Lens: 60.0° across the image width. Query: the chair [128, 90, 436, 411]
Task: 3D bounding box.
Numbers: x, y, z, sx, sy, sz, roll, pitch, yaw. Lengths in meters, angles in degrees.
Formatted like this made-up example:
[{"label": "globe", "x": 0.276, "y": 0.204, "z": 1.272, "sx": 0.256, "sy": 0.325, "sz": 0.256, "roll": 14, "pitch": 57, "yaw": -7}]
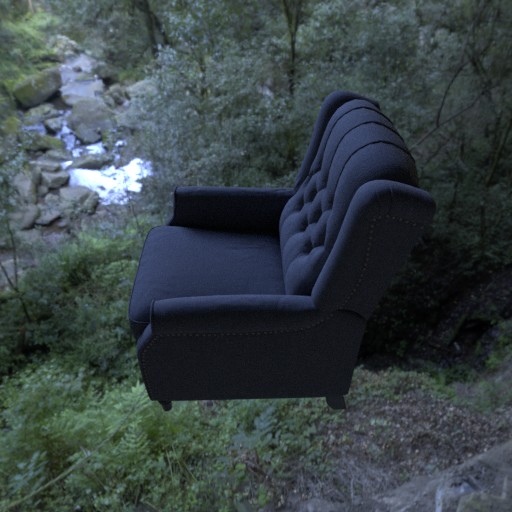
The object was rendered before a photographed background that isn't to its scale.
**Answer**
[{"label": "chair", "x": 0.000, "y": 0.000, "z": 1.626, "sx": 0.898, "sy": 1.035, "sz": 0.742, "roll": -1, "pitch": 42, "yaw": -1}]
